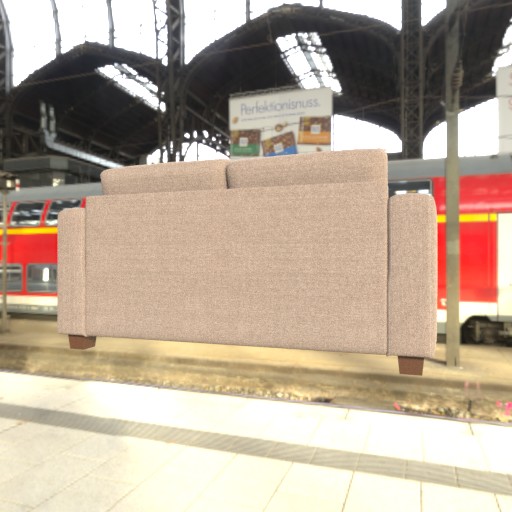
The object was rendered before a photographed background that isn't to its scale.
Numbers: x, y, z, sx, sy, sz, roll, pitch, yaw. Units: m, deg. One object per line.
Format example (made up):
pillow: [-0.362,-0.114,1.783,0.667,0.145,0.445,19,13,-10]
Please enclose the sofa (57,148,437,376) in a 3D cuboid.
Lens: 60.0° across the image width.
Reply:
sofa: [0.000,0.000,2.070,1.520,0.800,0.900,0,0,18]
